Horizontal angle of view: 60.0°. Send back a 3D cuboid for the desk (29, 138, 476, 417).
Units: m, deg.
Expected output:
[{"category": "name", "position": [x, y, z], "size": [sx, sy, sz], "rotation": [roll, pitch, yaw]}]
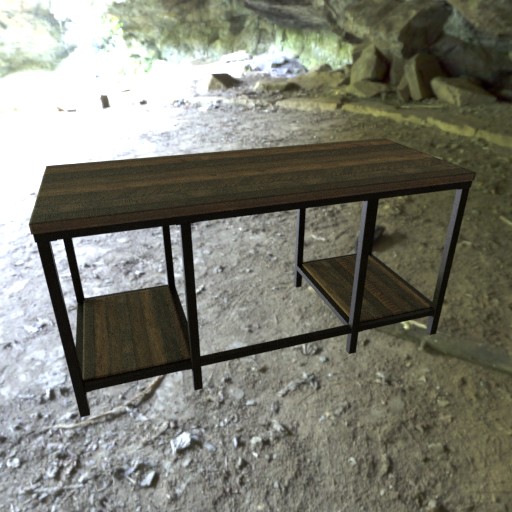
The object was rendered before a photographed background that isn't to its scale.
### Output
[{"category": "desk", "position": [0.000, 0.000, 1.879], "size": [1.538, 0.753, 0.617], "rotation": [-9, 29, -16]}]
